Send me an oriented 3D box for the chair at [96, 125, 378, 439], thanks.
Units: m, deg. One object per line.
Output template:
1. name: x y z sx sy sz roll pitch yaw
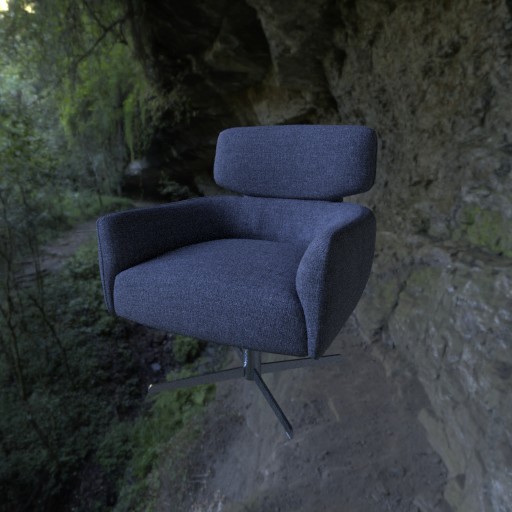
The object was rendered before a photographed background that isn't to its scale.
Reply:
1. chair: 0.000 0.000 1.391 0.706 0.812 0.715 7 16 26
